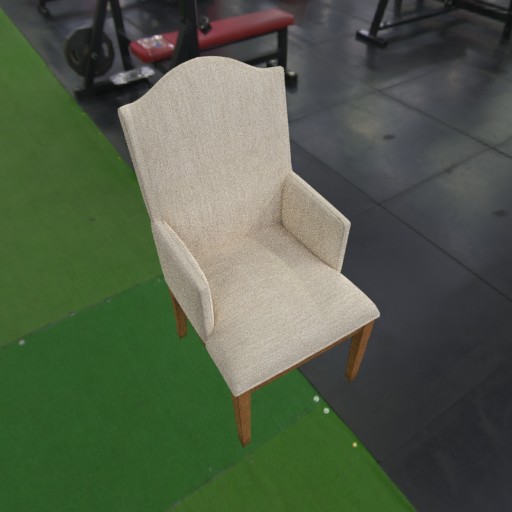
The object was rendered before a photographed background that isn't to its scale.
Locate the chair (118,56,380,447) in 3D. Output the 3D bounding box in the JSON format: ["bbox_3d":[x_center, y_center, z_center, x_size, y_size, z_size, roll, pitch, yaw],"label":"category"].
[{"bbox_3d":[0.000,0.000,1.385,0.533,1.016,0.641,-24,50,-21],"label":"chair"}]
